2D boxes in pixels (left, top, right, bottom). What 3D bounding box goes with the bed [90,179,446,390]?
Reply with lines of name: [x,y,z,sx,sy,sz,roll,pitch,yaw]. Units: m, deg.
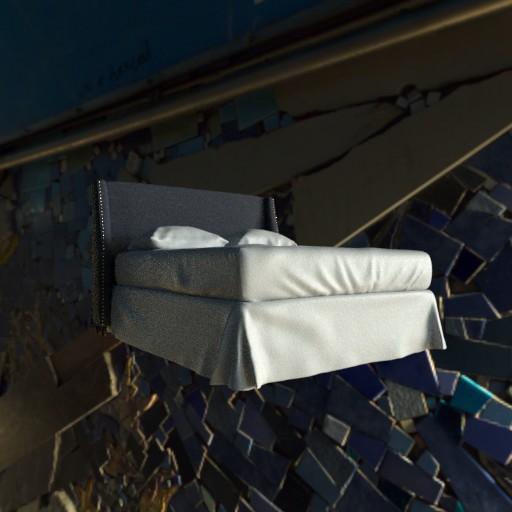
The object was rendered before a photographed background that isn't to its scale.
bed: [0.000,0.000,3.475,1.925,1.332,2.276,0,-1,-36]
